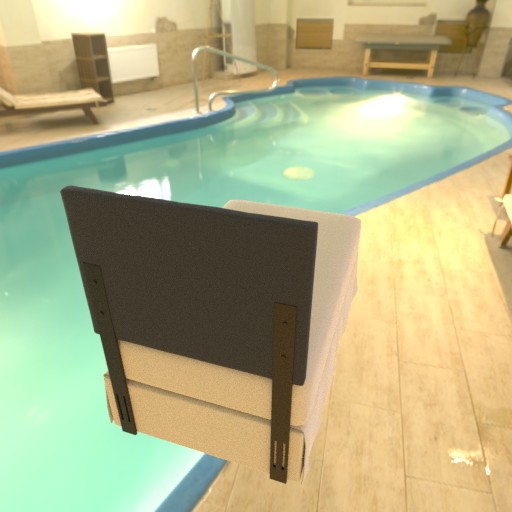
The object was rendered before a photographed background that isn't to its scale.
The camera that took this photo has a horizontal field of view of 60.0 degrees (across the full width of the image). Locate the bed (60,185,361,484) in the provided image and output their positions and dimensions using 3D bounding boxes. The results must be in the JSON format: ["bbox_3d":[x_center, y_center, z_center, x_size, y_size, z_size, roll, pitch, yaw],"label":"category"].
[{"bbox_3d":[0.000,0.000,2.953,1.261,1.571,1.997,10,32,16],"label":"bed"}]
